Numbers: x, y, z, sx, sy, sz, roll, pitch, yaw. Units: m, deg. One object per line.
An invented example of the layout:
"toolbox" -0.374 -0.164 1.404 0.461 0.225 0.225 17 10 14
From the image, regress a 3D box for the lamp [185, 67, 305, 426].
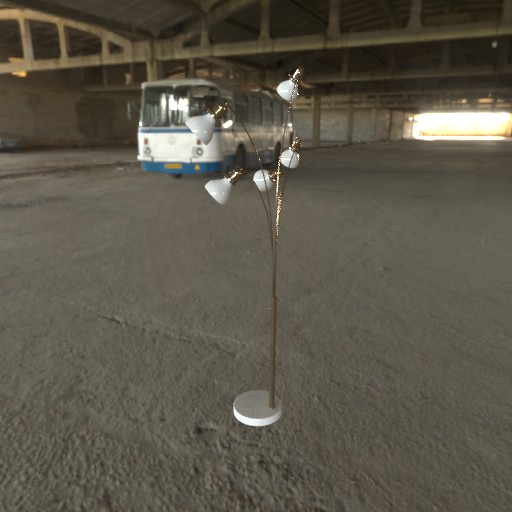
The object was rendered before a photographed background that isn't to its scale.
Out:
"lamp" 0.000 0.000 2.948 0.361 2.423 1.405 8 18 25
